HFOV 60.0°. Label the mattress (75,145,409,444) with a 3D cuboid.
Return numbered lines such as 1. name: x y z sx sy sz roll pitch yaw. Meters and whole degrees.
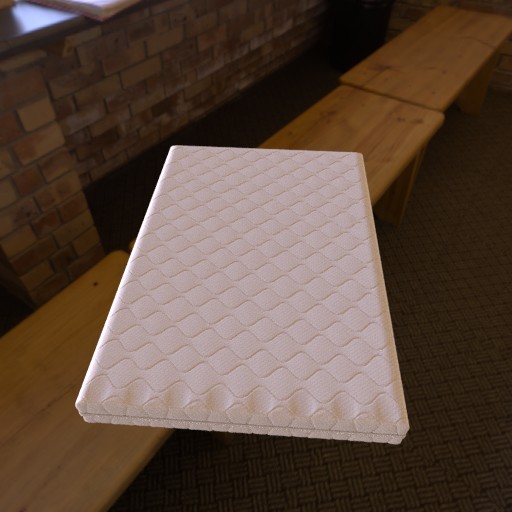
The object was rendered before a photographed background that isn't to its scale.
1. mattress: 0.000 0.000 2.571 1.400 0.200 2.000 3 46 3
